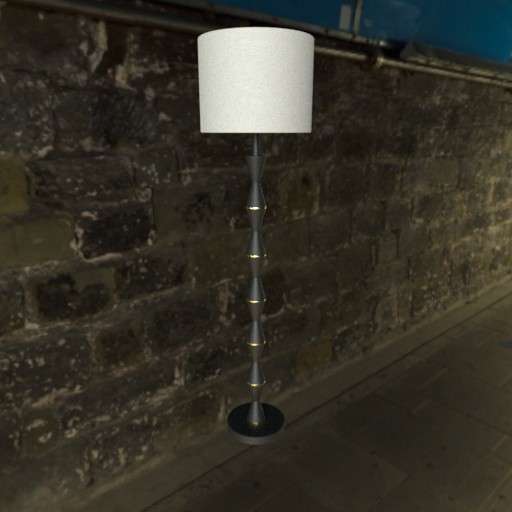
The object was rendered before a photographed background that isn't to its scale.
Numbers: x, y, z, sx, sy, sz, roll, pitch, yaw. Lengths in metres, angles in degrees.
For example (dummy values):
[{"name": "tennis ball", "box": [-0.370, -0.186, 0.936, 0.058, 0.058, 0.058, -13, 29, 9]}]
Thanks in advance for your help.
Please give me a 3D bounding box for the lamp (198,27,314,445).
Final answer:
[{"name": "lamp", "box": [0.000, 0.000, 1.661, 0.381, 1.480, 0.381, -8, 18, -25]}]
